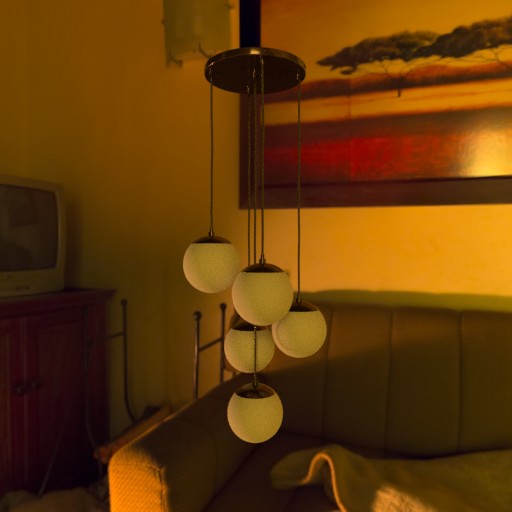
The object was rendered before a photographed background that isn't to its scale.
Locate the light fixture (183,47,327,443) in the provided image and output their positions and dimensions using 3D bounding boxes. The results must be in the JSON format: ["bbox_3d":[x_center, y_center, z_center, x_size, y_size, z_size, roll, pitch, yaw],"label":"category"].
[{"bbox_3d":[0.000,0.000,1.524,0.489,1.271,0.484,0,1,1],"label":"light fixture"}]
